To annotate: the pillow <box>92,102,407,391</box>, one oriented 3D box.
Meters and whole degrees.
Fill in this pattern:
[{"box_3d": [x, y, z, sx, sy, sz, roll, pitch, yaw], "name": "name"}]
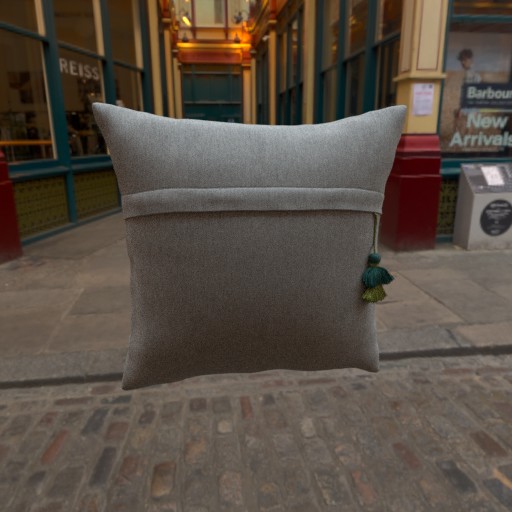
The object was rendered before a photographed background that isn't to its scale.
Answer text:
[{"box_3d": [0.000, 0.000, 0.673, 0.433, 0.436, 0.173, -2, 16, -8], "name": "pillow"}]
